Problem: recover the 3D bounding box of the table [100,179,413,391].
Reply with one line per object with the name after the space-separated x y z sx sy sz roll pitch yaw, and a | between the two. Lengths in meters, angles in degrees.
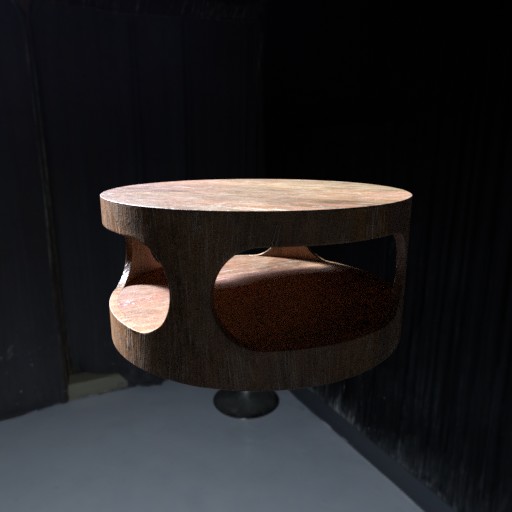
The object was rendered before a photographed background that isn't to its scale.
0.000 0.000 1.517 0.974 0.450 0.974 0 14 0 | table
